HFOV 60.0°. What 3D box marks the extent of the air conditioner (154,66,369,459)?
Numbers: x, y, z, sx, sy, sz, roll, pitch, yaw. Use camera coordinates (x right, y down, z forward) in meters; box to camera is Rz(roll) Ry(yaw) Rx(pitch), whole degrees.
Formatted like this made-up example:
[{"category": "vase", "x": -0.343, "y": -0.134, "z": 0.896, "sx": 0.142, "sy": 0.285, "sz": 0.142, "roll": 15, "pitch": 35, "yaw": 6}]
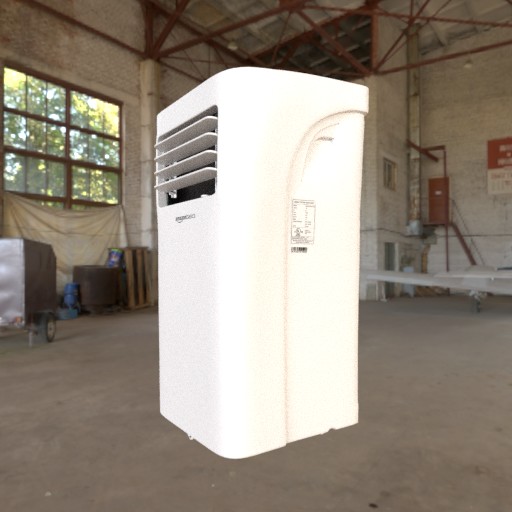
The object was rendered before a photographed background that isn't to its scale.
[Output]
[{"category": "air conditioner", "x": 0.000, "y": 0.000, "z": 0.954, "sx": 0.369, "sy": 0.716, "sz": 0.352, "roll": 0, "pitch": -1, "yaw": -35}]
